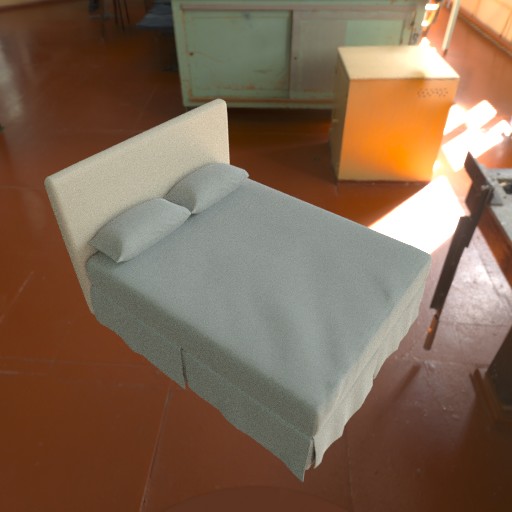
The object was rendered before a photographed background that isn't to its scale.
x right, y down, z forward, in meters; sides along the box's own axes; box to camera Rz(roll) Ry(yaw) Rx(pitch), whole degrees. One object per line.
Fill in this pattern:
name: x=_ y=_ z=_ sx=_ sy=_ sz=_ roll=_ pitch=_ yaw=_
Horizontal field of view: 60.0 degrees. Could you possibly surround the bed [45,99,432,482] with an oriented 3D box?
bed: x=0.000 y=0.000 z=3.210 sx=2.142 sy=1.330 sz=1.748 roll=27 pitch=48 yaw=28
